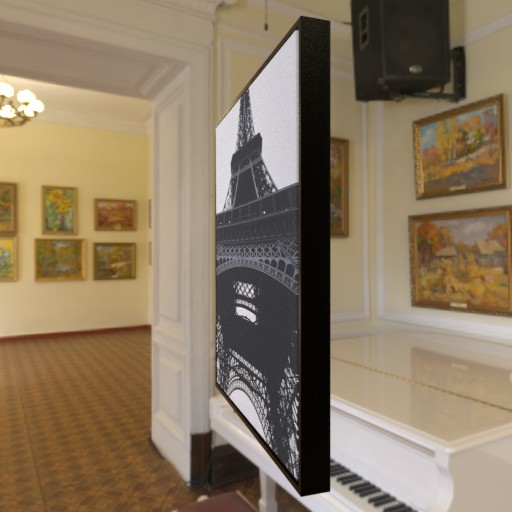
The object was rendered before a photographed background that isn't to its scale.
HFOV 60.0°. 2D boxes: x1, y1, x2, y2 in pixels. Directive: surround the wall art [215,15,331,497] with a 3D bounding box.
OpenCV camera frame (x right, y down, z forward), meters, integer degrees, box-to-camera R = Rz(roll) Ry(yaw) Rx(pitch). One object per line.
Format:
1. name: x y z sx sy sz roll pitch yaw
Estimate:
1. wall art: 0.000 0.000 0.729 0.039 0.553 0.451 0 0 -18
